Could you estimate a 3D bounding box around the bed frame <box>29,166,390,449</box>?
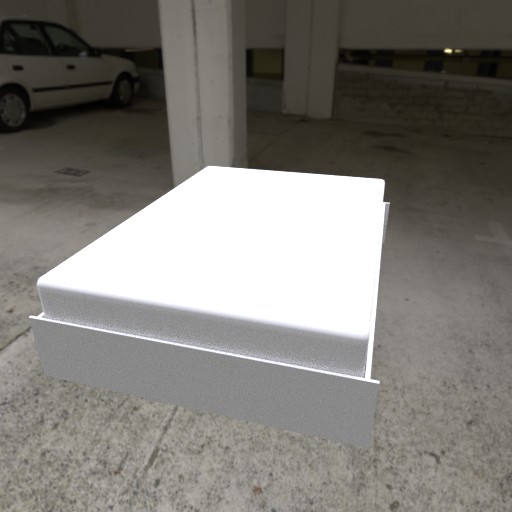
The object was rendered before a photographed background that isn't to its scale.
[{"bbox_3d":[0.000,0.000,2.569,1.445,0.497,1.945,7,27,15],"label":"bed frame"}]
